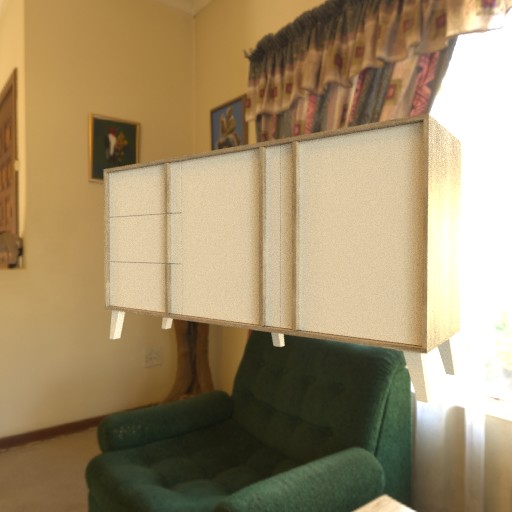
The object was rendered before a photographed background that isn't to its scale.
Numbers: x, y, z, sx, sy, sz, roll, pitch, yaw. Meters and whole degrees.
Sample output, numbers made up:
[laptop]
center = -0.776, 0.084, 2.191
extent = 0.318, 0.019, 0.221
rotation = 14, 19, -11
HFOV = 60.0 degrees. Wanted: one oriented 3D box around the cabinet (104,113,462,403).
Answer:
[cabinet]
center = 0.000, 0.000, 1.973
extent = 1.600, 0.870, 0.450
rotation = 1, 1, 36
